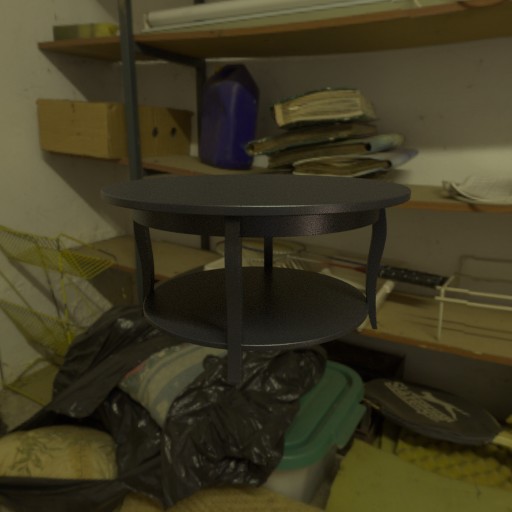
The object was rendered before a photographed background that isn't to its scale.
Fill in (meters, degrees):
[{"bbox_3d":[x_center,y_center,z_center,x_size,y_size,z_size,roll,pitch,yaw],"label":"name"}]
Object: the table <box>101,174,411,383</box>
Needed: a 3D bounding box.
[{"bbox_3d":[0.000,0.000,1.435,0.914,0.457,0.914,0,15,0],"label":"table"}]
